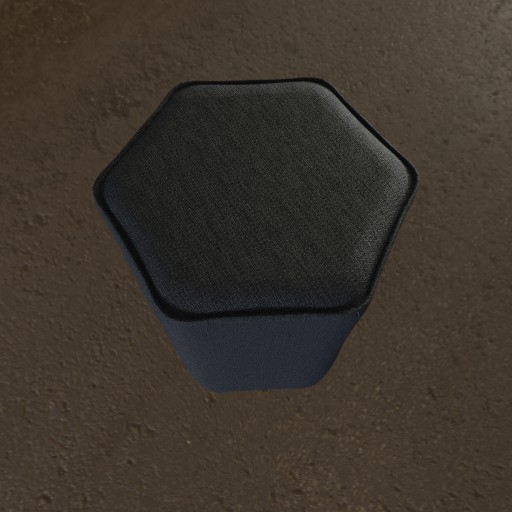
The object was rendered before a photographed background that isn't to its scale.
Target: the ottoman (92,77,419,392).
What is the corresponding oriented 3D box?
[{"bbox_3d":[0.000,0.000,0.871,0.492,0.505,0.454,1,63,1],"label":"ottoman"}]
